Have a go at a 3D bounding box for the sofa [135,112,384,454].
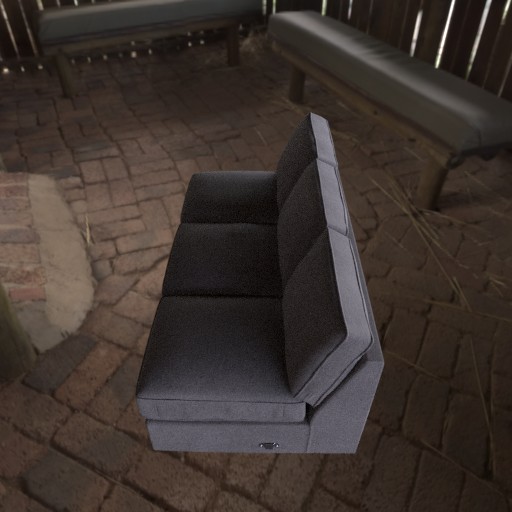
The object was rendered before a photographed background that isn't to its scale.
[{"bbox_3d":[0.000,0.000,2.606,1.027,0.973,1.962,1,40,1],"label":"sofa"}]
